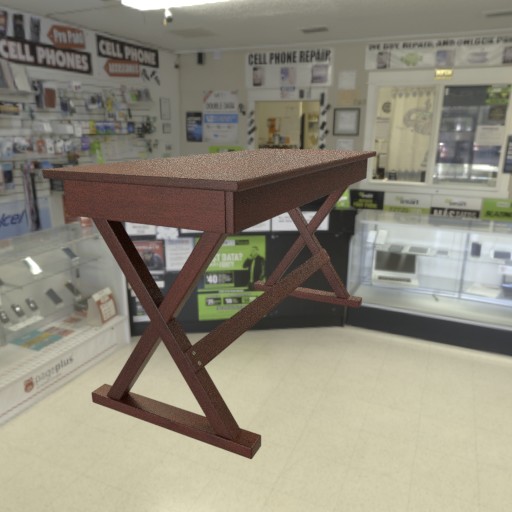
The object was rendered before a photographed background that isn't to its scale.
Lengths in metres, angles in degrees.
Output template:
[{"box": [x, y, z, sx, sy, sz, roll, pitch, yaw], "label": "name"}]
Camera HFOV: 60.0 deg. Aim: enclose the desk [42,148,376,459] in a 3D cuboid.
[{"box": [0.000, 0.000, 1.755, 0.600, 0.761, 1.372, 8, 18, 25], "label": "desk"}]
